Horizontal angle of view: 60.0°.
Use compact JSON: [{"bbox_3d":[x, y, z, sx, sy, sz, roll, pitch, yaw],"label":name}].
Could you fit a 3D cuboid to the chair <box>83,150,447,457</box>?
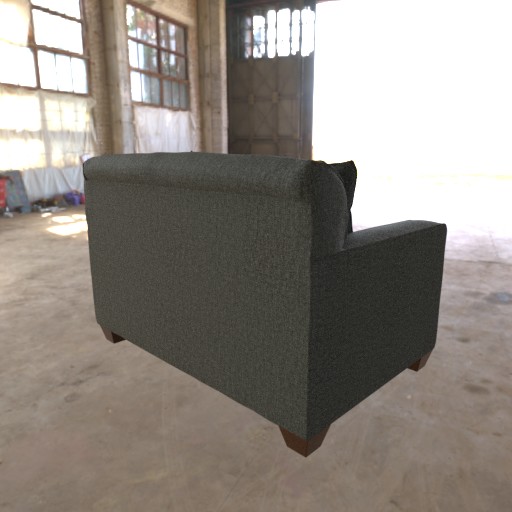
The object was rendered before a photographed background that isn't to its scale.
[{"bbox_3d":[0.000,0.000,2.050,1.383,0.948,1.000,13,18,43],"label":"chair"}]
